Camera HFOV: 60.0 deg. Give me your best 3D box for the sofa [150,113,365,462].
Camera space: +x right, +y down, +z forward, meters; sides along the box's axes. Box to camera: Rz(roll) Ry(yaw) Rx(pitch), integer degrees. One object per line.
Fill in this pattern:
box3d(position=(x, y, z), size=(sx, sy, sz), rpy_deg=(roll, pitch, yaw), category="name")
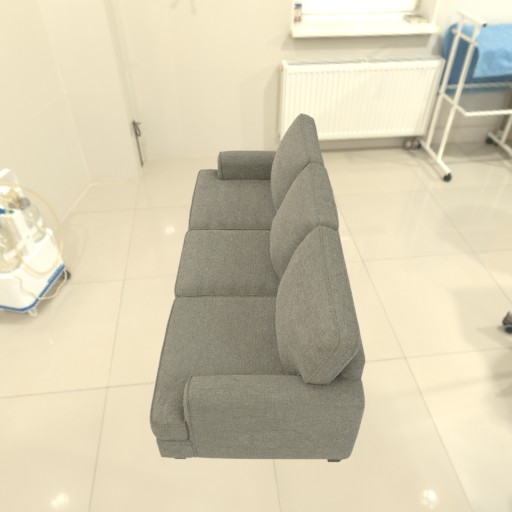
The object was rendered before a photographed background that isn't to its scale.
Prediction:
box3d(position=(0.000, 0.000, 2.690), size=(0.951, 0.965, 2.158), rpy_deg=(0, 41, 0), category="sofa")
